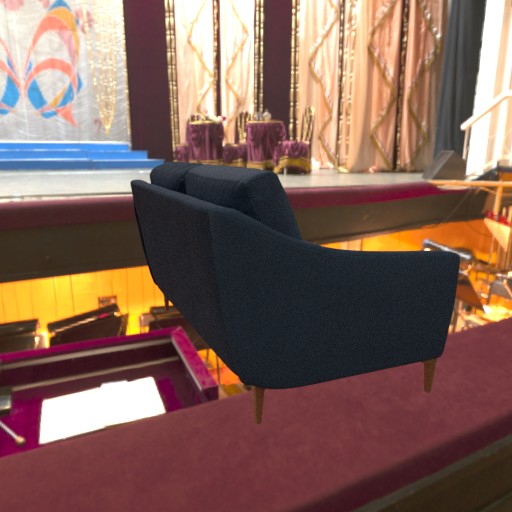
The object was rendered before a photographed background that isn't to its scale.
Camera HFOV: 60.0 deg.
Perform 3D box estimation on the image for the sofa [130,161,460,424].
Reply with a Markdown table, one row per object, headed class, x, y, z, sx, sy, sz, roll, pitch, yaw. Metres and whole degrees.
| class | x | y | z | sx | sy | sz | roll | pitch | yaw |
| --- | --- | --- | --- | --- | --- | --- | --- | --- | --- |
| sofa | 0.000 | 0.000 | 2.186 | 0.960 | 0.902 | 1.619 | -7 | 15 | -25 |
